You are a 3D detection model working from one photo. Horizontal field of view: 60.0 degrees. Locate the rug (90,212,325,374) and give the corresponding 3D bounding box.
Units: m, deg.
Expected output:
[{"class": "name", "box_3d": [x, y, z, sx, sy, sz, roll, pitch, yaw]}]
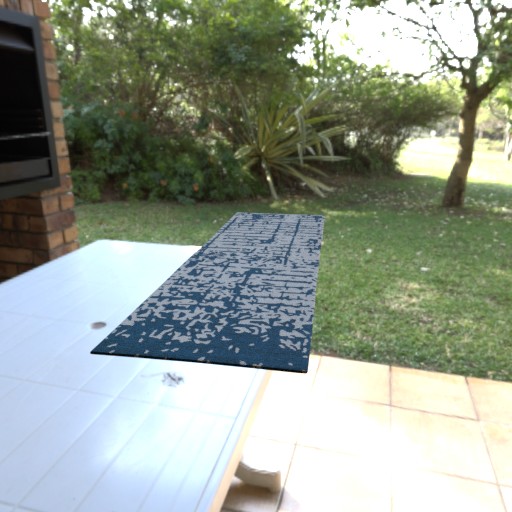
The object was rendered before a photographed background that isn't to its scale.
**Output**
[{"class": "rug", "box_3d": [0.000, 0.000, 2.616, 0.750, 0.011, 2.435, 3, 17, 9]}]
